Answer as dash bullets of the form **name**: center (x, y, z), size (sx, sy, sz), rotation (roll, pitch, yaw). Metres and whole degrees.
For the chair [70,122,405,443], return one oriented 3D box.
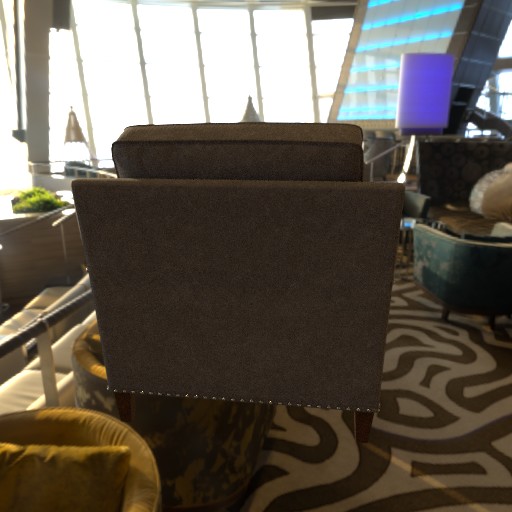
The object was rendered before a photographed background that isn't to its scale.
- **chair**: center (0.000, 0.000, 1.657), size (0.853, 0.948, 1.014), rotation (2, 16, 7)
